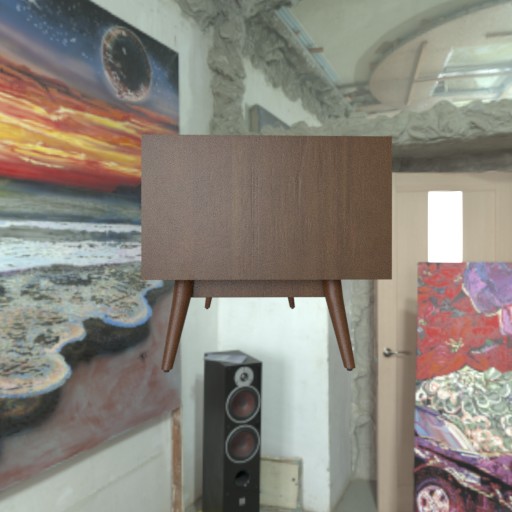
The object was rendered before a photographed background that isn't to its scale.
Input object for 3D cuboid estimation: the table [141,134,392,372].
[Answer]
[{"bbox_3d":[0.000,0.000,1.406,0.490,0.464,1.119,0,0,-2],"label":"table"}]
